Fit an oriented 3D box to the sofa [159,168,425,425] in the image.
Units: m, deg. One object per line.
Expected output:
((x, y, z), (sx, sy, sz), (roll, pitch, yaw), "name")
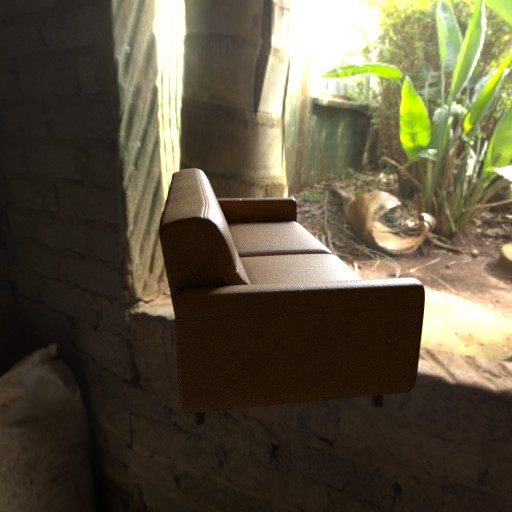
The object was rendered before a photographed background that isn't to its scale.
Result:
((0.000, 0.000, 2.614), (0.980, 0.892, 2.137), (-2, 17, -8), "sofa")
